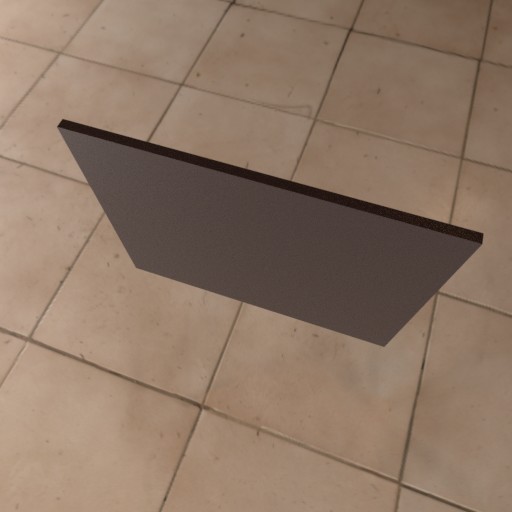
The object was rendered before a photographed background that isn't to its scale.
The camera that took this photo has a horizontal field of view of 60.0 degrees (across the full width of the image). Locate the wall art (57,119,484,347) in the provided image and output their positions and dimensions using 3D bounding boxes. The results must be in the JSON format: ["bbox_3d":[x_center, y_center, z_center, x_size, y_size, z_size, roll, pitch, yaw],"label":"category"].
[{"bbox_3d":[0.000,0.000,1.627,1.207,0.952,0.034,17,64,8],"label":"wall art"}]
